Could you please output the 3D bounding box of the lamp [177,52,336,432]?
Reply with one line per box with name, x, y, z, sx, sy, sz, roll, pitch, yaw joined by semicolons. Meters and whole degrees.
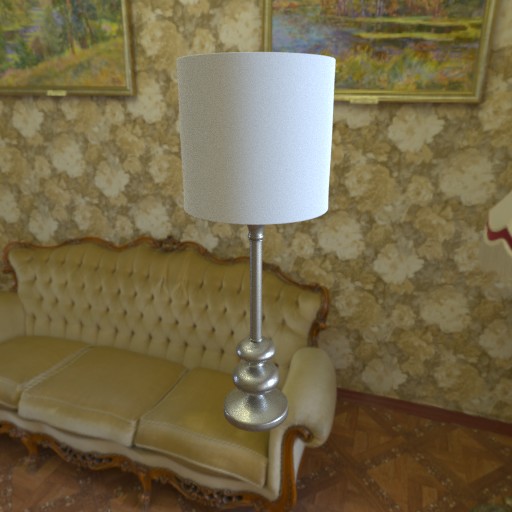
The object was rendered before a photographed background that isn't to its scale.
lamp;0.000;0.000;0.823;0.254;0.690;0.254;-10;21;-27
